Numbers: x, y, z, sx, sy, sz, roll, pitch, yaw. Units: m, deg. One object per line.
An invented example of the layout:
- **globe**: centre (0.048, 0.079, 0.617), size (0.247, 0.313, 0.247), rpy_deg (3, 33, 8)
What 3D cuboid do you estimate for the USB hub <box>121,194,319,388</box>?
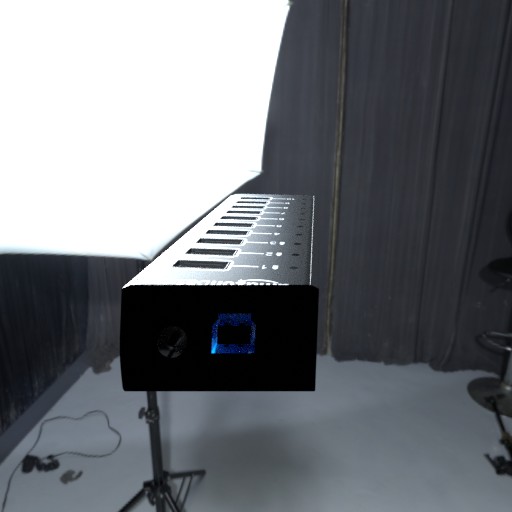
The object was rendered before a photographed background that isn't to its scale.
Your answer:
- **USB hub**: centre (0.000, 0.000, 0.161), size (0.044, 0.023, 0.145), rpy_deg (2, 17, 7)
